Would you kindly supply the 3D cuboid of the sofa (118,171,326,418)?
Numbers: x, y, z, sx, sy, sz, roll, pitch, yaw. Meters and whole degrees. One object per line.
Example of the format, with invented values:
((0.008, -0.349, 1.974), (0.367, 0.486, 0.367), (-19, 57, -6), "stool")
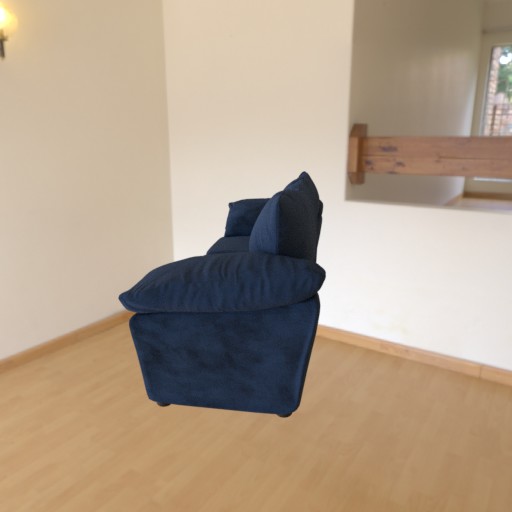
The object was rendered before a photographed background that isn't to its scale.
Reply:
((0.000, 0.000, 2.982), (0.907, 1.091, 2.390), (2, 15, 8), "sofa")
